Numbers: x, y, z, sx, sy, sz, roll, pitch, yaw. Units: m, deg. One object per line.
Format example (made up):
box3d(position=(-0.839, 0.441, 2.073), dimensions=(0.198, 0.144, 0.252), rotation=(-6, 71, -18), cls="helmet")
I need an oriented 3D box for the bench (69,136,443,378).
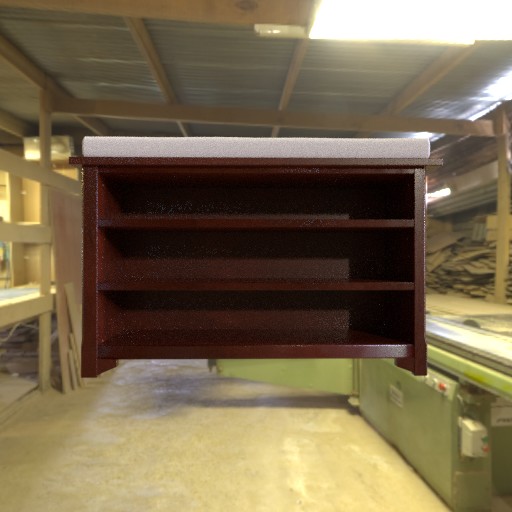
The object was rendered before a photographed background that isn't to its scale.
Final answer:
box3d(position=(0.000, 0.000, 1.354), dimensions=(0.987, 0.646, 0.369), rotation=(0, 0, -1), cls="bench")
